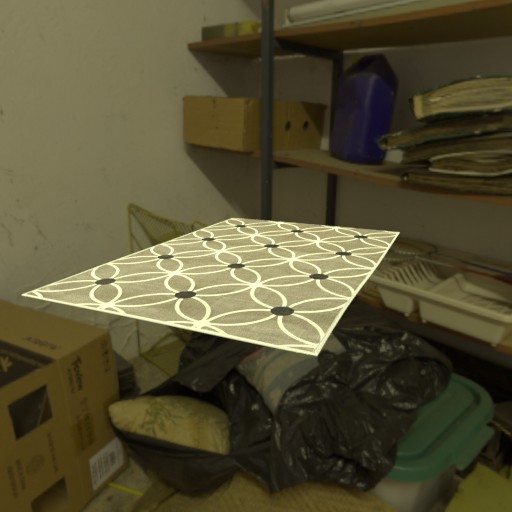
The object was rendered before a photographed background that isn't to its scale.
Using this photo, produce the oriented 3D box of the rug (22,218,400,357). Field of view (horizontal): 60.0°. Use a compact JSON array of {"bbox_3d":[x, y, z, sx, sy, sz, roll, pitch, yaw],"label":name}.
[{"bbox_3d":[0.000,0.000,2.888,1.522,0.008,2.284,7,17,23],"label":"rug"}]
